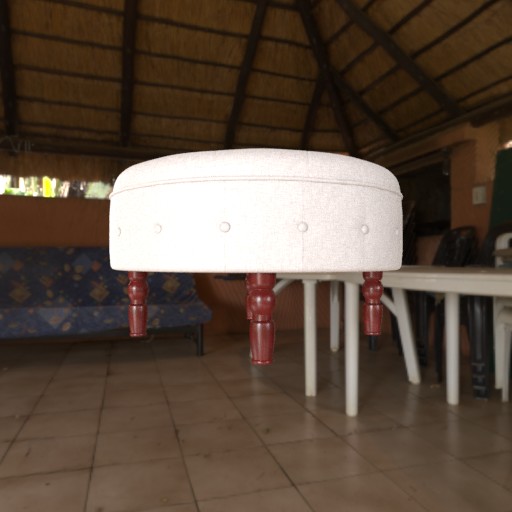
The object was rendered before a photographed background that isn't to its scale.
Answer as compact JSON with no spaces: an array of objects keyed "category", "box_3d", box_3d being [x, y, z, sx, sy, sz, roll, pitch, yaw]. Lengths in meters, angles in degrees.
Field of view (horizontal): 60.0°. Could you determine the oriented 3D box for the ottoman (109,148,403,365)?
[{"category":"ottoman","box_3d":[0.000,0.000,1.349,0.849,0.478,0.849,0,0,0]}]
